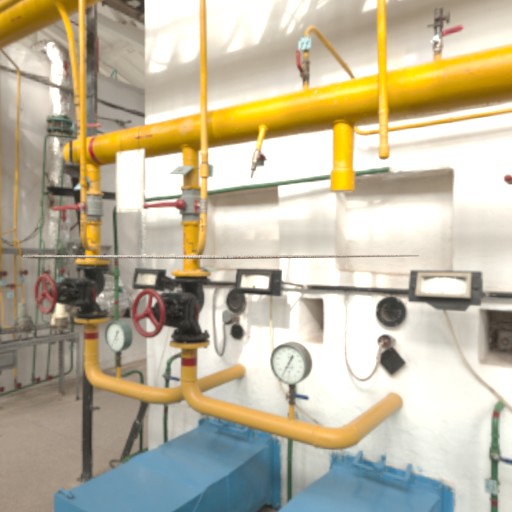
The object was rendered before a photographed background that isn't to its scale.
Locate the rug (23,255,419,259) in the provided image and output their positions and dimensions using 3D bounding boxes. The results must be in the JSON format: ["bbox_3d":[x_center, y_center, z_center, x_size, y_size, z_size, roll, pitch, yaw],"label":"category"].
[{"bbox_3d":[0.000,0.000,3.089,1.549,0.010,2.464,0,0,35],"label":"rug"}]
